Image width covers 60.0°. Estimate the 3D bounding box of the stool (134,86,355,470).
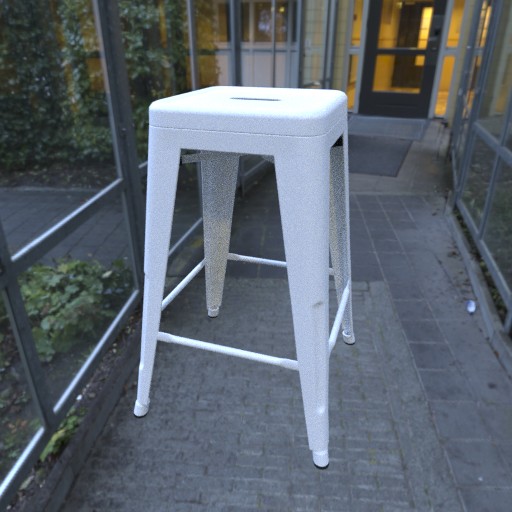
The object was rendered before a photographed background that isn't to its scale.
[{"bbox_3d":[0.000,0.000,0.890,0.406,0.610,0.406,8,28,16],"label":"stool"}]
